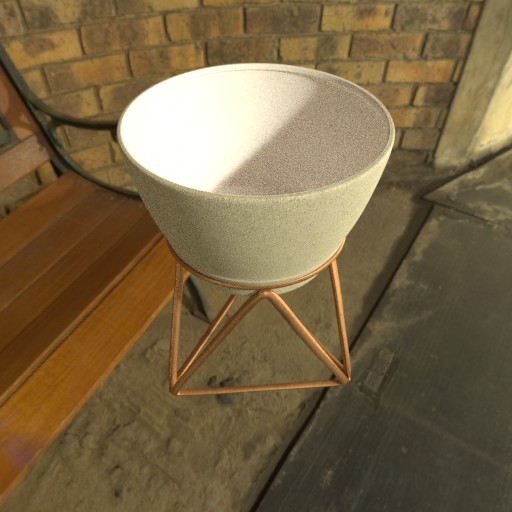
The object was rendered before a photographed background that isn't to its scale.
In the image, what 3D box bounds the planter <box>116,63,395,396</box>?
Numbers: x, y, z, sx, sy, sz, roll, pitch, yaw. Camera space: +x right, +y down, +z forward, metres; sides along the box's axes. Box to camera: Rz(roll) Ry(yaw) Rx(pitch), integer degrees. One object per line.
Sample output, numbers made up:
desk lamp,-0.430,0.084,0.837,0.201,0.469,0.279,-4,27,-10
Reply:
planter,0.000,0.000,0.744,0.350,0.504,0.350,-3,45,-3
